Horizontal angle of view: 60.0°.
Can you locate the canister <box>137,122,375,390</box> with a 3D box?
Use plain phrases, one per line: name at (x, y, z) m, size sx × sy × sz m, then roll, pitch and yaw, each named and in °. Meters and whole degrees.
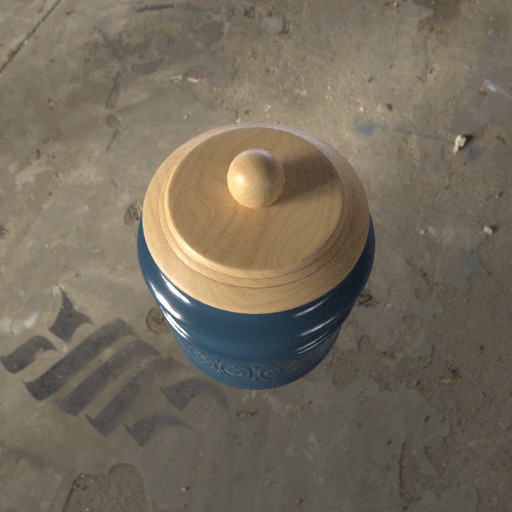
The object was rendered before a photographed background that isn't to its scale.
canister at (0.000, 0.000, 0.268) m, size 0.130 × 0.176 × 0.130 m, roll 0°, pitch 62°, yaw 0°
